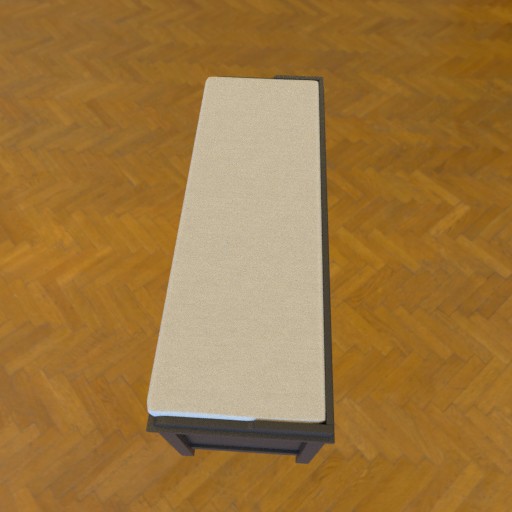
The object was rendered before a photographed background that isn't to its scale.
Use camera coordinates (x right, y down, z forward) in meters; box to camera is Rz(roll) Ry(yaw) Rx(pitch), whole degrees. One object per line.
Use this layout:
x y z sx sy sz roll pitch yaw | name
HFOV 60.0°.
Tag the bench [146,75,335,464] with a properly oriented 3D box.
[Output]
0.000 0.000 1.400 0.398 0.501 1.140 3 59 2 | bench
